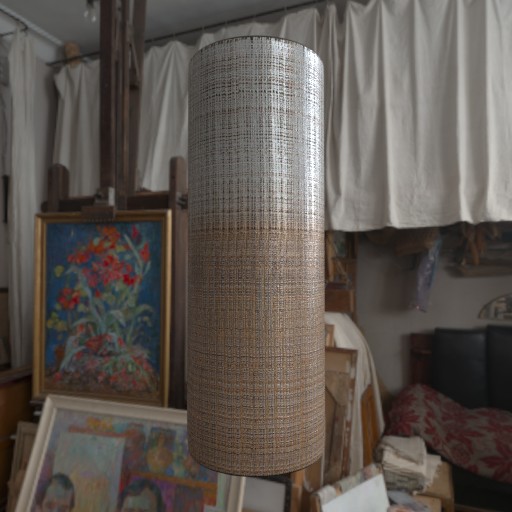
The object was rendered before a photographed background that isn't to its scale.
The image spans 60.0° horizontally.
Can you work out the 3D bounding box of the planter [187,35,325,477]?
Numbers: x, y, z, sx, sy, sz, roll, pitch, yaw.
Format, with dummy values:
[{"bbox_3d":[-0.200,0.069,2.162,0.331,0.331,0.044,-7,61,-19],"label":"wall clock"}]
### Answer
[{"bbox_3d":[0.000,0.000,0.325,0.099,0.278,0.099,0,-1,-18],"label":"planter"}]
